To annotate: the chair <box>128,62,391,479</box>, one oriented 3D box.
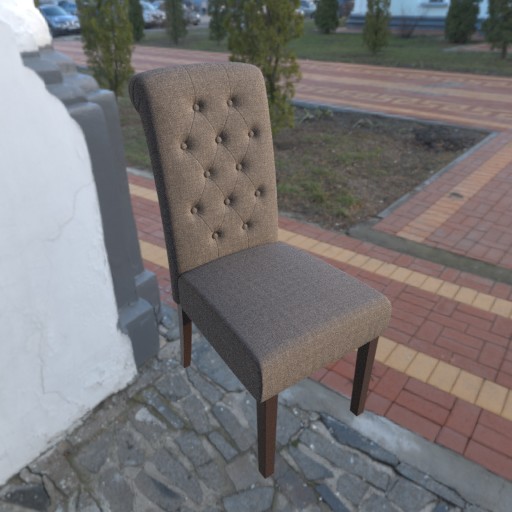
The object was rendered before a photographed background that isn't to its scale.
[{"bbox_3d":[0.000,0.000,1.317,0.456,1.006,0.671,-20,35,-31],"label":"chair"}]
